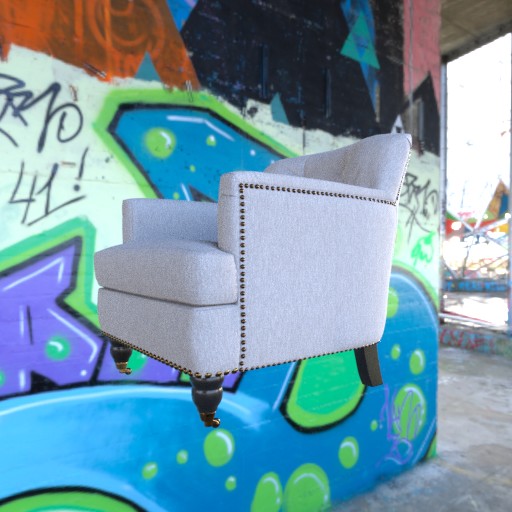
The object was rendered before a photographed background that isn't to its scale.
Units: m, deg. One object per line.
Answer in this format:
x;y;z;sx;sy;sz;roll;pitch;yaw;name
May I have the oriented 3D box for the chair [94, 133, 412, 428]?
0.000;0.000;1.500;0.902;0.823;0.737;0;1;-37;chair
